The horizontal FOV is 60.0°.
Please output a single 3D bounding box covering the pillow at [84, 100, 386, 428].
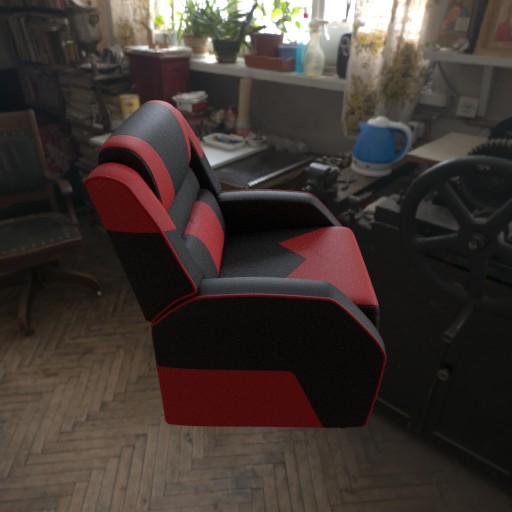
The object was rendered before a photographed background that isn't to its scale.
[{"bbox_3d":[0.000,0.000,1.300,0.672,0.805,0.620,1,32,1],"label":"pillow"}]
